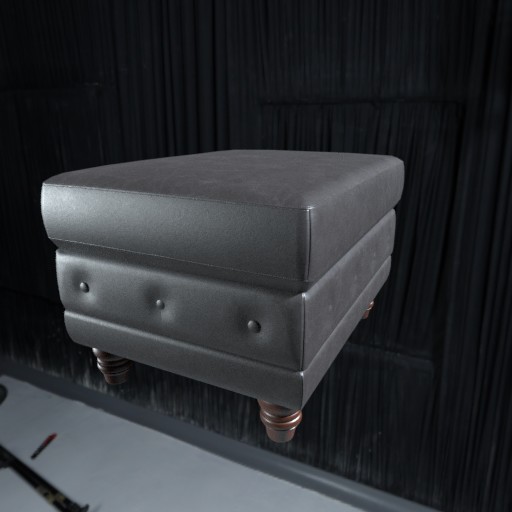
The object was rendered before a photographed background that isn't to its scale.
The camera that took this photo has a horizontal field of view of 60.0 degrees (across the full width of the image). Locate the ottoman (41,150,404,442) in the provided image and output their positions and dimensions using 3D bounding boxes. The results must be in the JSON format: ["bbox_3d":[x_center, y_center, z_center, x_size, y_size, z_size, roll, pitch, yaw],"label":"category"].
[{"bbox_3d":[0.000,0.000,1.148,0.590,0.498,0.795,9,20,26],"label":"ottoman"}]
